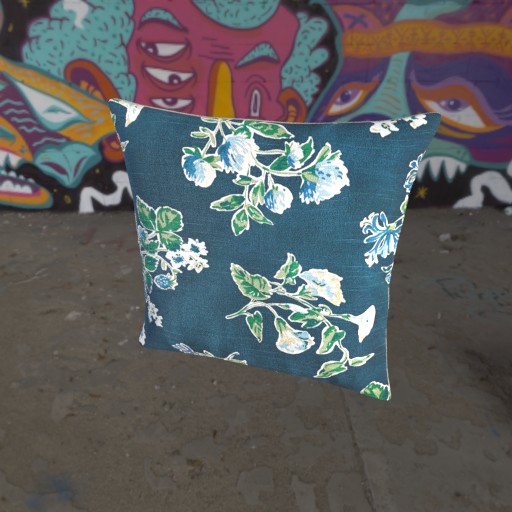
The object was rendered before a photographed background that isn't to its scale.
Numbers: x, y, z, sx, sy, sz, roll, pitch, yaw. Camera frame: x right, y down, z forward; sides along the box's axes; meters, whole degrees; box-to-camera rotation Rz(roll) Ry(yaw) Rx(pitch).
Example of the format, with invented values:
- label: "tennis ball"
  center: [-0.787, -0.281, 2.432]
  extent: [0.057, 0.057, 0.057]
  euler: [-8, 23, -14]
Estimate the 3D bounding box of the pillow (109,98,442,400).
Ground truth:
- label: "pillow"
  center: [0.000, 0.000, 0.779]
  extent: [0.525, 0.508, 0.166]
  euler: [8, 28, 16]
